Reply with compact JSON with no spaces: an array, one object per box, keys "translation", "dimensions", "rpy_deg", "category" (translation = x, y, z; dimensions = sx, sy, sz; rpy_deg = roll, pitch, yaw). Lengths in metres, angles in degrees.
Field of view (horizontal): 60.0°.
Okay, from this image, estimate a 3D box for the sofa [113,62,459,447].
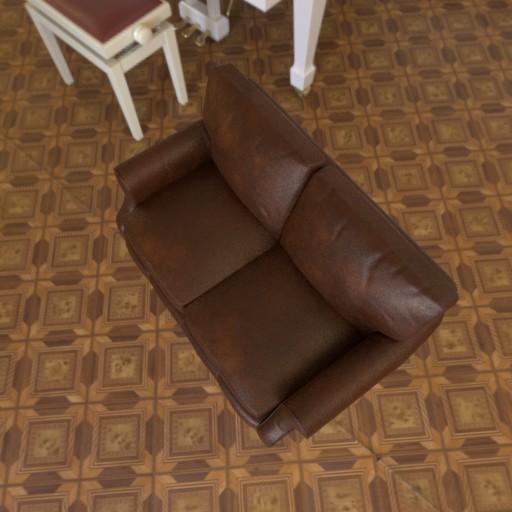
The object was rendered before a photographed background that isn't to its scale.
[{"translation":[0.000,0.000,2.187],"dimensions":[0.990,0.976,1.616],"rpy_deg":[-34,69,-15],"category":"sofa"}]
